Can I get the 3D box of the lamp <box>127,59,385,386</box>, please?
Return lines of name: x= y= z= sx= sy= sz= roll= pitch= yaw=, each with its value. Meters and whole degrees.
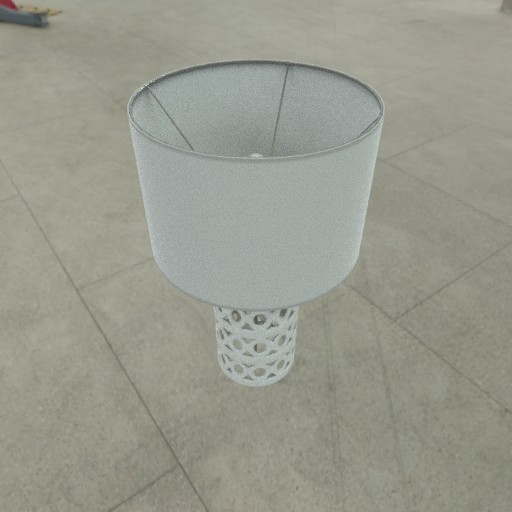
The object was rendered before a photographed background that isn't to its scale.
lamp: x=0.000 y=0.000 z=0.700 sx=0.310 sy=0.502 sz=0.310 roll=0 pitch=40 yaw=0
